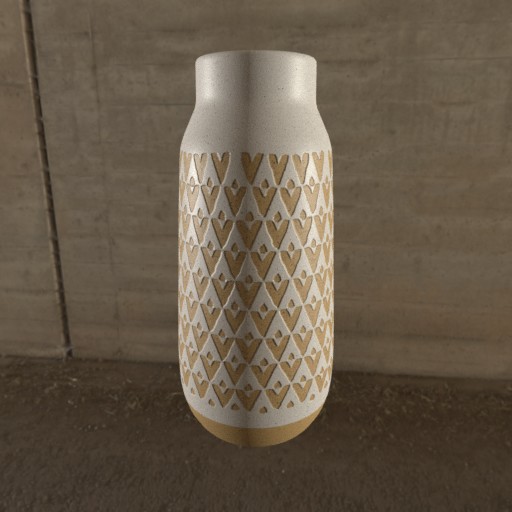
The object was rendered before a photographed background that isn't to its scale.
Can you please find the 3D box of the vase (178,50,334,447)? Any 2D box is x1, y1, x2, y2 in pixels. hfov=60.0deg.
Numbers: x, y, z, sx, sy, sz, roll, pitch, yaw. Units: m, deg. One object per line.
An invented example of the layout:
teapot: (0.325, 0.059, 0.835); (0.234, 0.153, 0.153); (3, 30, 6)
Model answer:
vase: (0.000, 0.000, 0.375); (0.137, 0.307, 0.137); (0, 16, 0)
